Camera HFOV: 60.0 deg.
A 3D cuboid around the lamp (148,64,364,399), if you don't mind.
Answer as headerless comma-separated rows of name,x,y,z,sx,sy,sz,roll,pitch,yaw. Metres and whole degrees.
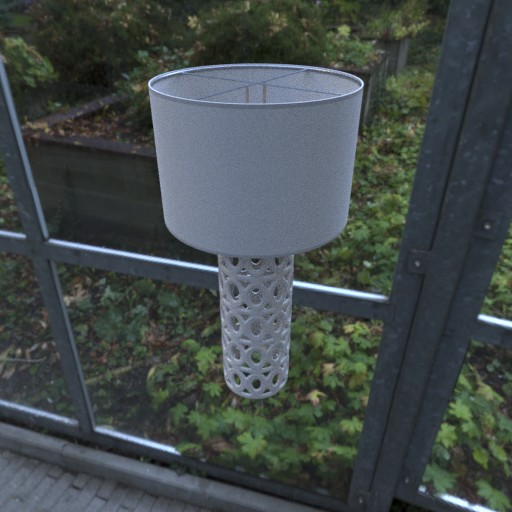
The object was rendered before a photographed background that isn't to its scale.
lamp,0.000,0.000,0.849,0.324,0.636,0.325,20,37,29
